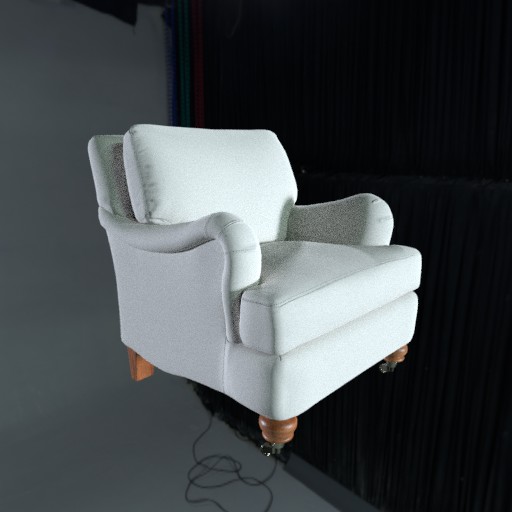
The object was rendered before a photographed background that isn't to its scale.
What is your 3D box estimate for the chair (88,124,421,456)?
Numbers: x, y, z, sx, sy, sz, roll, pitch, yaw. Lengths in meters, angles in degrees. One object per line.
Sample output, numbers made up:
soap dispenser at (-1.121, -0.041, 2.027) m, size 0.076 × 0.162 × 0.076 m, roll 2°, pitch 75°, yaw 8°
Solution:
chair at (0.000, 0.000, 1.830) m, size 1.070 × 1.038 × 0.955 m, roll 13°, pitch 18°, yaw 43°
